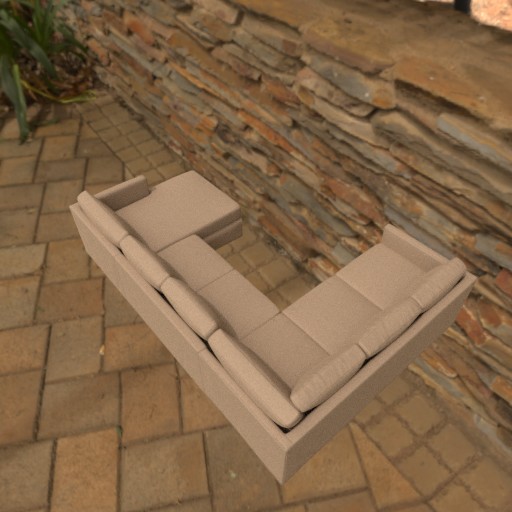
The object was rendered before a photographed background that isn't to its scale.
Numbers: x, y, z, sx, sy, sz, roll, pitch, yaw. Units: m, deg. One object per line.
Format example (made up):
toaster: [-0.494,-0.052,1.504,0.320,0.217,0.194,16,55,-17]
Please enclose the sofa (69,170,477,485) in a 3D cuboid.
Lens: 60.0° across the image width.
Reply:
sofa: [0.000,0.000,4.609,2.427,0.882,3.460,-31,53,-27]
